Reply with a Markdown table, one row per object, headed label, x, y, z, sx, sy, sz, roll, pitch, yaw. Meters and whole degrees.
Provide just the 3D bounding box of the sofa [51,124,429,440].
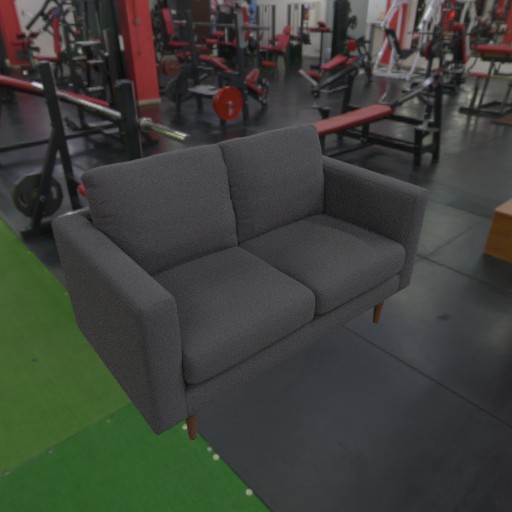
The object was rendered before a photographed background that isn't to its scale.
| label | x | y | z | sx | sy | sz | roll | pitch | yaw |
| --- | --- | --- | --- | --- | --- | --- | --- | --- | --- |
| sofa | 0.000 | 0.000 | 1.957 | 1.430 | 0.908 | 0.796 | -22 | 37 | -33 |
